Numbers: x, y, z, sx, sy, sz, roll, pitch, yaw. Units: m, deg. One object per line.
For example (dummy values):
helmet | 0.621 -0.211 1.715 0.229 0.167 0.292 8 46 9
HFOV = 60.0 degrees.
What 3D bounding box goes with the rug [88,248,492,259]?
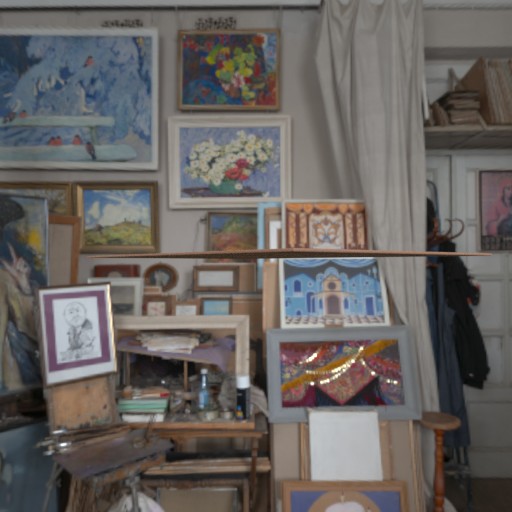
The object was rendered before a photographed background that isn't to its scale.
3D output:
rug | 0.000 0.000 3.035 1.523 0.014 2.438 1 -1 -37
